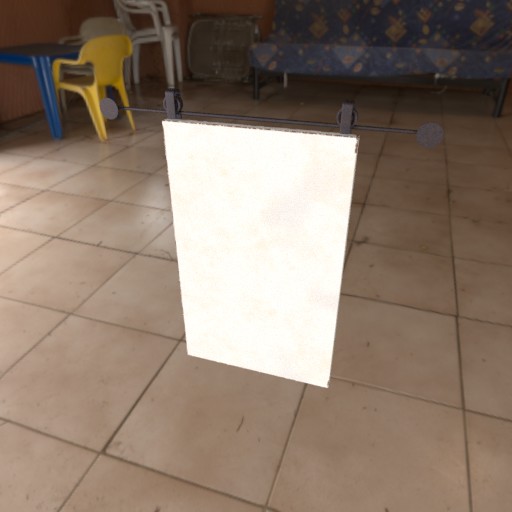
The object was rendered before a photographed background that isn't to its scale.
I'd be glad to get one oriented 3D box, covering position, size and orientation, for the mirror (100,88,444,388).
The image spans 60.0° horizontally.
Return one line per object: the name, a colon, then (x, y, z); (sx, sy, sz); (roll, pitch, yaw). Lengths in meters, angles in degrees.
mirror: (0.000, 0.000, 1.206); (0.808, 0.844, 0.037); (9, 33, 15)
